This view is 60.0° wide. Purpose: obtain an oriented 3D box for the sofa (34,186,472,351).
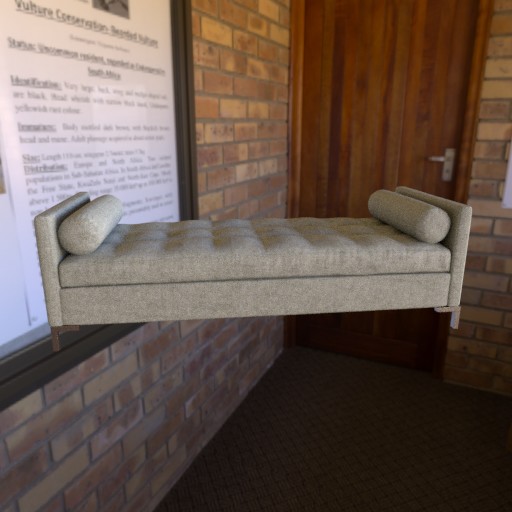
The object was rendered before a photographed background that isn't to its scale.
[{"bbox_3d":[0.000,0.000,2.520,2.102,0.657,0.797,-2,17,-7],"label":"sofa"}]
